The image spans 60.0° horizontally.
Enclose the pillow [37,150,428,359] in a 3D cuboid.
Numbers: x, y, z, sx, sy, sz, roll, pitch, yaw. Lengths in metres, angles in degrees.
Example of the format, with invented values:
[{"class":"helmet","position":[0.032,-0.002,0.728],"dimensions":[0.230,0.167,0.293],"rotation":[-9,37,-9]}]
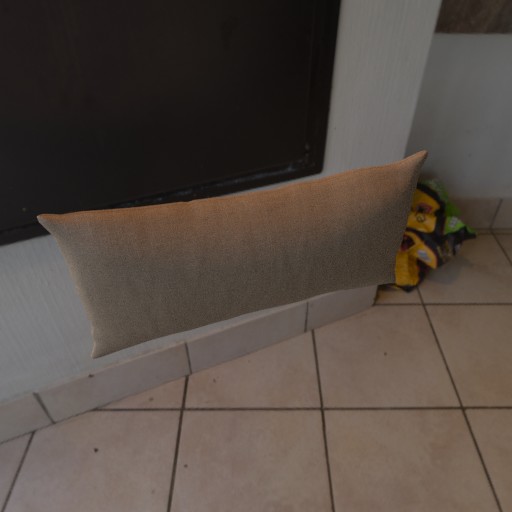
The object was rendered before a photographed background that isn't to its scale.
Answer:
[{"class":"pillow","position":[0.000,0.000,0.753],"dimensions":[0.612,0.308,0.148],"rotation":[-12,43,-14]}]
